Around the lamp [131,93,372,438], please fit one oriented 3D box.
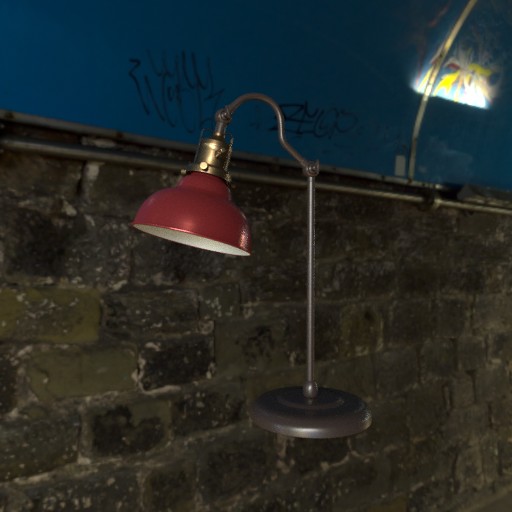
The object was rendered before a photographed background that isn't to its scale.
[{"bbox_3d":[0.000,0.000,0.686,0.374,0.508,0.192,0,-1,-18],"label":"lamp"}]
